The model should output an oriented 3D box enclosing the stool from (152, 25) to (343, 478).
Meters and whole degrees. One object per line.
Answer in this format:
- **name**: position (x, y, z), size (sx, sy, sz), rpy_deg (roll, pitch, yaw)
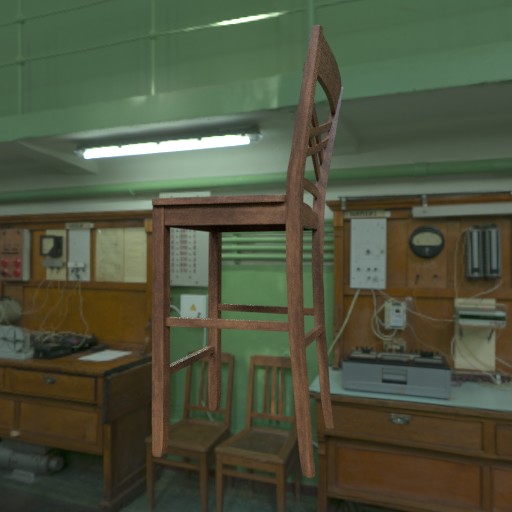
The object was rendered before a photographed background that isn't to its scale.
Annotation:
- **stool**: position (0.000, 0.000, 1.329), size (0.487, 1.105, 0.433), rpy_deg (0, 0, 18)
